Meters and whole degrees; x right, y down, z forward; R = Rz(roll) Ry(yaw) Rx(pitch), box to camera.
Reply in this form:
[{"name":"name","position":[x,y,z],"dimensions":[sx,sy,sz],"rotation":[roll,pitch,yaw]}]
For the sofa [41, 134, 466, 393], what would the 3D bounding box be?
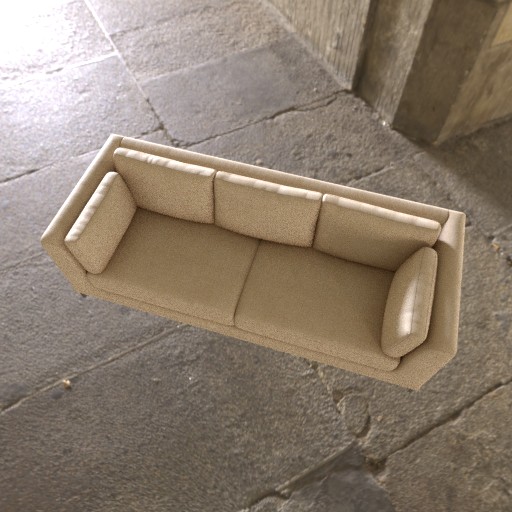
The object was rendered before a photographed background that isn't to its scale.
[{"name":"sofa","position":[0.000,0.000,2.934],"dimensions":[2.415,0.867,0.969],"rotation":[14,59,9]}]
